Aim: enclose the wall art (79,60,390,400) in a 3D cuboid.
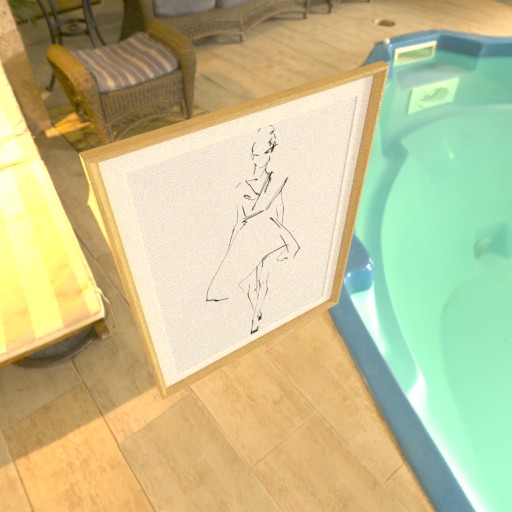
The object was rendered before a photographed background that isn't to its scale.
[{"bbox_3d":[0.000,0.000,1.362,0.798,1.002,0.030,-25,51,-22],"label":"wall art"}]
